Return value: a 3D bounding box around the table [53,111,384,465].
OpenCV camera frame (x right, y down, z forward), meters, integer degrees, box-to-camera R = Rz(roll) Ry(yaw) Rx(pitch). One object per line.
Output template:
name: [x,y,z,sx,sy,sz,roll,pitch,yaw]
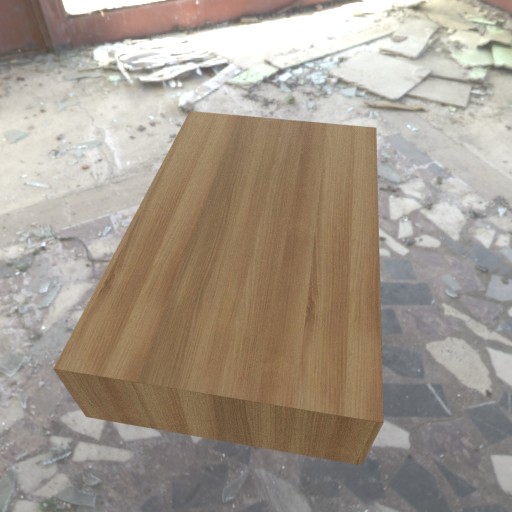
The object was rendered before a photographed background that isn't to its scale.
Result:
table: [0.000,0.000,1.405,0.700,0.330,1.100,7,48,7]
